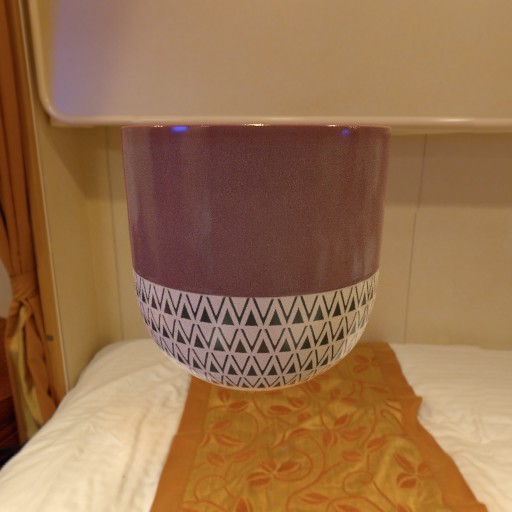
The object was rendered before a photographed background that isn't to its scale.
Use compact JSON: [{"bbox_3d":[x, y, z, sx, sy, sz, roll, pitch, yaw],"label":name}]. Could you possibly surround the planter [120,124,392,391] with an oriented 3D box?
[{"bbox_3d":[0.000,0.000,0.486,0.266,0.270,0.266,0,15,0],"label":"planter"}]
